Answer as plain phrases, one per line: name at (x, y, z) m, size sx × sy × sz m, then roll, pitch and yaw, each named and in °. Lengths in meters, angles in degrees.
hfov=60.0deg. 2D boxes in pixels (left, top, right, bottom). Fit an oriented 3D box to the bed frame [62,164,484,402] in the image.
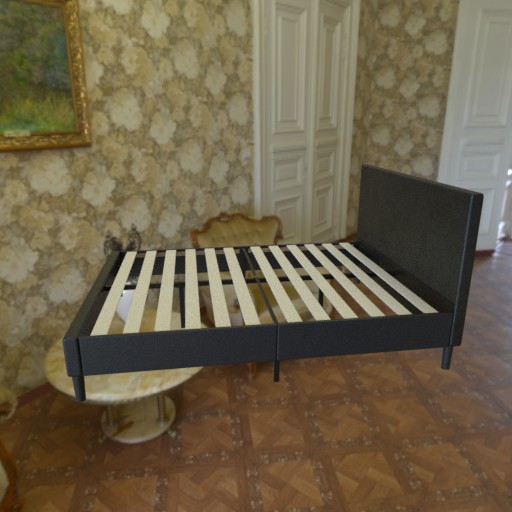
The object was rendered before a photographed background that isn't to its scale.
bed frame at (0.000, 0.000, 3.226) m, size 2.318 × 1.127 × 1.634 m, roll -3°, pitch 17°, yaw -8°
